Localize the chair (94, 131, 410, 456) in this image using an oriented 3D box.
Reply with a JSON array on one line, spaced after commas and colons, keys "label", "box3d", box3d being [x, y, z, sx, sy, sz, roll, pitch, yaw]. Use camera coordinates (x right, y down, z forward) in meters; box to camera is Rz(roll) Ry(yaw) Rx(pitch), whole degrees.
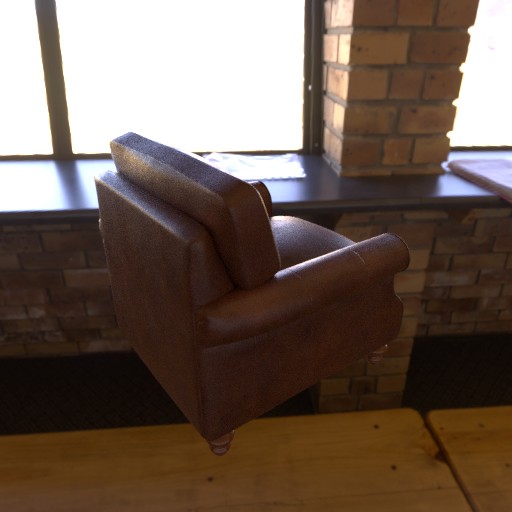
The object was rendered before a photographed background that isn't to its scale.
[{"label": "chair", "box3d": [0.000, 0.000, 1.802, 0.992, 0.972, 0.989, -18, 32, -32]}]
